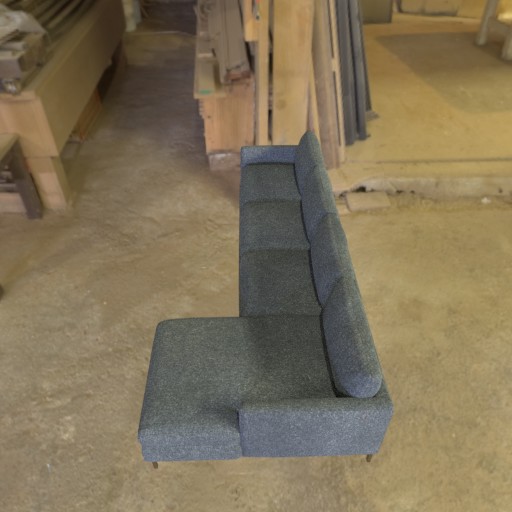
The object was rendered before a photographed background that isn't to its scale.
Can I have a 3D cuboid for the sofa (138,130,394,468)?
[{"bbox_3d":[0.000,0.000,3.434,1.350,0.810,2.932,-1,41,-1],"label":"sofa"}]
